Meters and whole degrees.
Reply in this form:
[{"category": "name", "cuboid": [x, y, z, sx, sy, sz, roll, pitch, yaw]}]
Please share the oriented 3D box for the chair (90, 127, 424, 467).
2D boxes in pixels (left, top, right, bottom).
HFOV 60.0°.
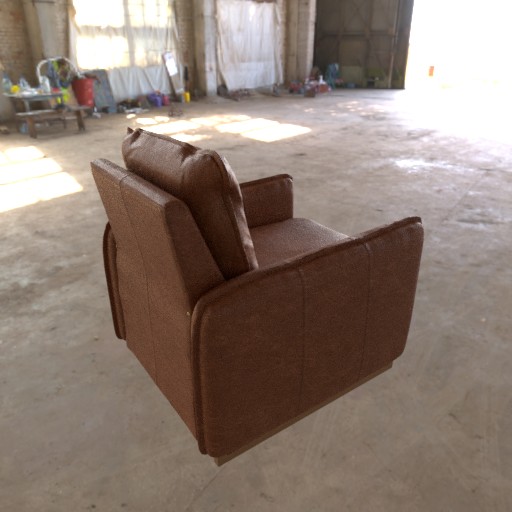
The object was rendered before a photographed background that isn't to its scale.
[{"category": "chair", "cuboid": [0.000, 0.000, 1.603, 0.922, 0.922, 0.830, -17, 30, -32]}]
